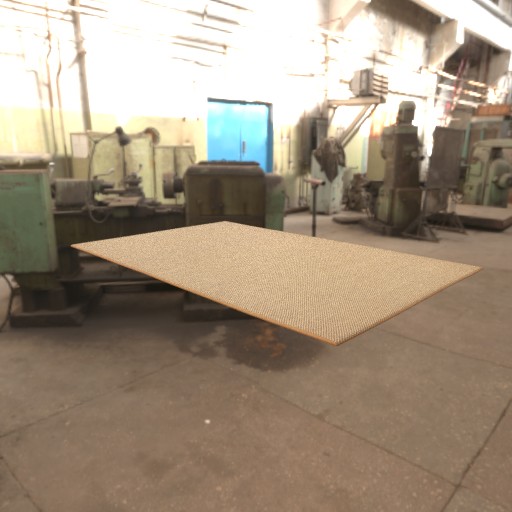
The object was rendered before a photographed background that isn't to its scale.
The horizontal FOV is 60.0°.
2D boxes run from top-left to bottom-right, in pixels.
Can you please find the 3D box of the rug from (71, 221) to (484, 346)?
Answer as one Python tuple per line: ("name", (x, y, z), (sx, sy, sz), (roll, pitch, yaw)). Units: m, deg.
("rug", (0.000, 0.000, 2.095), (1.078, 0.013, 1.678), (-13, 19, -43))
